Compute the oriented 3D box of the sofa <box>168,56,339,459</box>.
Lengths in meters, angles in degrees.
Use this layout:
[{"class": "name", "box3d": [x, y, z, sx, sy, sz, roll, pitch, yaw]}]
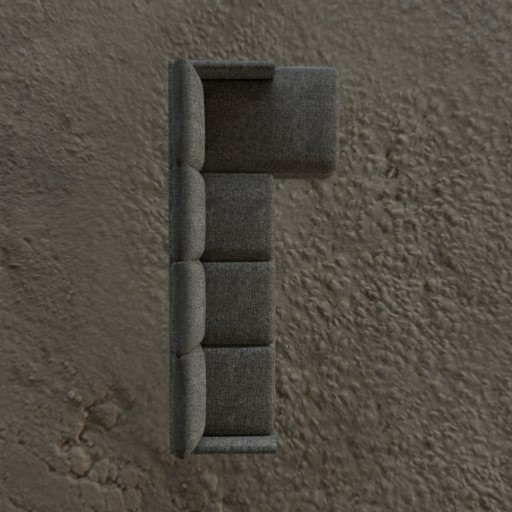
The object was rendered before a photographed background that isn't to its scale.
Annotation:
[{"class": "sofa", "box3d": [0.000, 0.000, 4.004, 1.488, 0.970, 3.384, 0, 91, -1]}]
